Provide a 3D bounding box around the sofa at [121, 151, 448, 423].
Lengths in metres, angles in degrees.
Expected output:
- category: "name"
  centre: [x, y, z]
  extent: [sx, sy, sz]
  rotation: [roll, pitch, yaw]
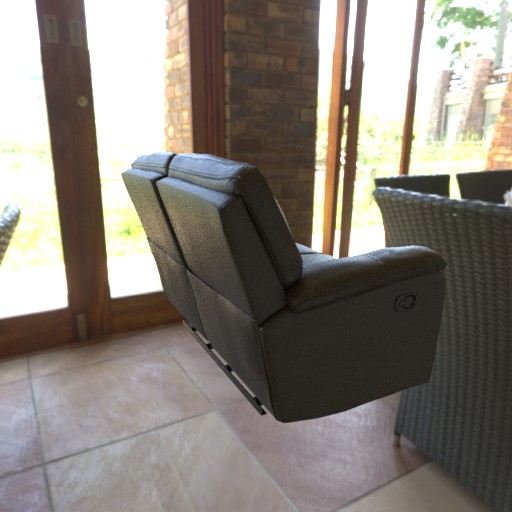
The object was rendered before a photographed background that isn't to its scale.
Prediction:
- category: "sofa"
  centre: [0.000, 0.000, 2.423]
  extent: [1.104, 1.111, 1.765]
  rotation: [-7, 16, -26]
